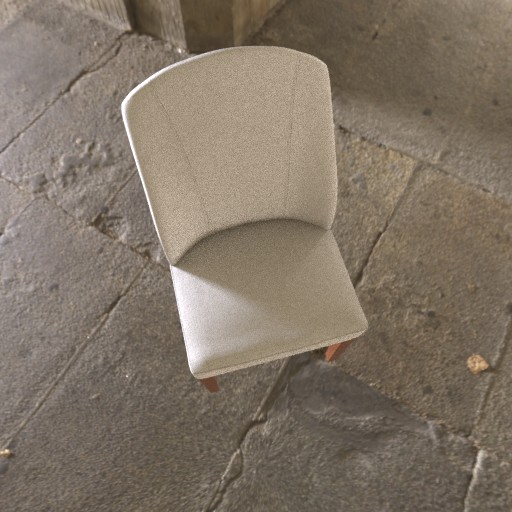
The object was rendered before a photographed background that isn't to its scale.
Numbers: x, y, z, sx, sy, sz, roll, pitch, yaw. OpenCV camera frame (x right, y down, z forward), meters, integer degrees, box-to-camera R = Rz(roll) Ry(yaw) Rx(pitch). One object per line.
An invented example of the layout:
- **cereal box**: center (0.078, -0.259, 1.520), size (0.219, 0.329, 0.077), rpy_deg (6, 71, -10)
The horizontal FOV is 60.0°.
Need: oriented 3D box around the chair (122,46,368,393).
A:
- **chair**: center (0.000, 0.000, 1.197), size (0.472, 0.893, 0.540), rpy_deg (-13, 66, -6)
